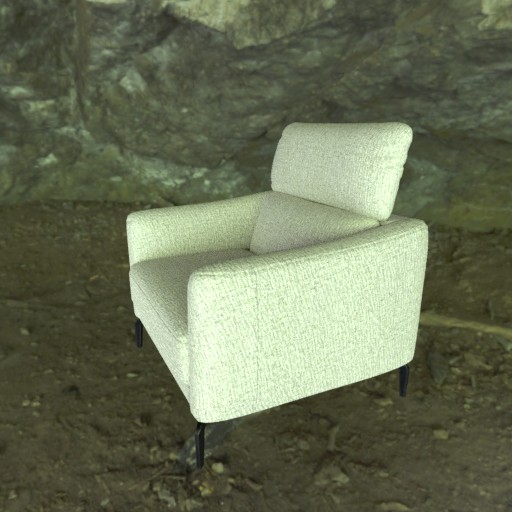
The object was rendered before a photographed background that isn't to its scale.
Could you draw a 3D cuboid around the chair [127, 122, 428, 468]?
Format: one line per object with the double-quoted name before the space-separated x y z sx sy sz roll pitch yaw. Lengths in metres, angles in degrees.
"chair" 0.000 0.000 1.671 0.835 0.967 0.972 -8 18 -25
